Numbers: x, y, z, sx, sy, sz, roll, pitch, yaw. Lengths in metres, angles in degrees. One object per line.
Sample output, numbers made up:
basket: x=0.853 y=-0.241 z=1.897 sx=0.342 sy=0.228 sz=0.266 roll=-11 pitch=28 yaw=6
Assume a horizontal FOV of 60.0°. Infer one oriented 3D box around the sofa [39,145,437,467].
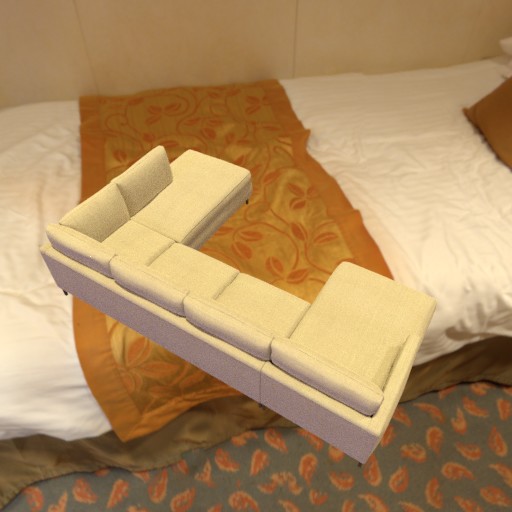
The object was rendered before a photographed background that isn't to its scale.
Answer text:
sofa: x=0.000 y=0.000 z=3.511 sx=2.737 sy=0.756 sz=1.879 roll=24 pitch=51 yaw=21
